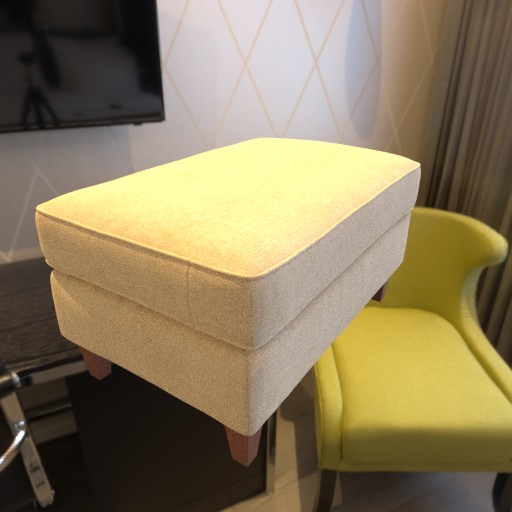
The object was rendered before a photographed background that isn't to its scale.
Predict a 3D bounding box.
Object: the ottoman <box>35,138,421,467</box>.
[{"bbox_3d":[0.000,0.000,1.169,0.583,0.484,0.862,17,31,30],"label":"ottoman"}]
